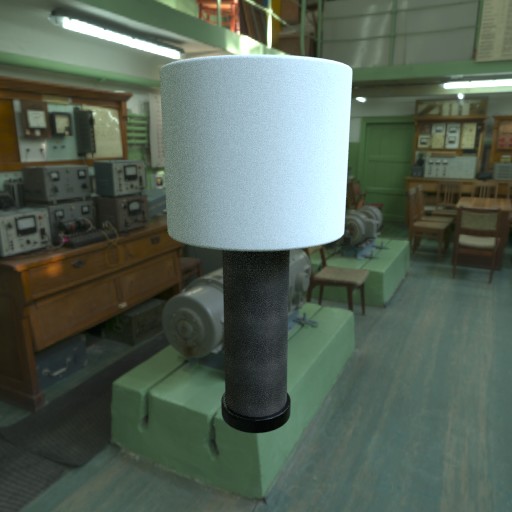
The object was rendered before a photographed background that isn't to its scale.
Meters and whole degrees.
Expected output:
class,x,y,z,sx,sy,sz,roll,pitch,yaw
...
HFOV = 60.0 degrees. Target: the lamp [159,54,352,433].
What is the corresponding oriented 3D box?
class,x,y,z,sx,sy,sz,roll,pitch,yaw
lamp,0.000,0.000,0.793,0.305,0.634,0.305,7,16,24
